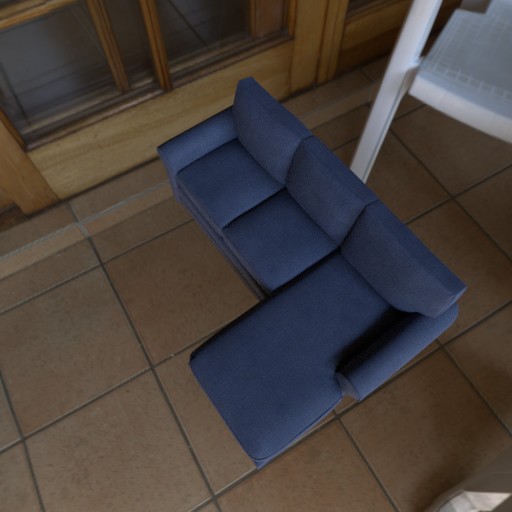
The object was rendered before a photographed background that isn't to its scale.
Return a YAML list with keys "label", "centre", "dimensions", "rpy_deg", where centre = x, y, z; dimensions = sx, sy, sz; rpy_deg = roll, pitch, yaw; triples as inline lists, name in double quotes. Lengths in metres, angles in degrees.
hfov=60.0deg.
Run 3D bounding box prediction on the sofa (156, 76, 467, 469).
- label: "sofa"
  centre: [0.000, 0.000, 3.436]
  dimensions: [1.780, 1.063, 2.567]
  rpy_deg: [-34, 69, -15]
